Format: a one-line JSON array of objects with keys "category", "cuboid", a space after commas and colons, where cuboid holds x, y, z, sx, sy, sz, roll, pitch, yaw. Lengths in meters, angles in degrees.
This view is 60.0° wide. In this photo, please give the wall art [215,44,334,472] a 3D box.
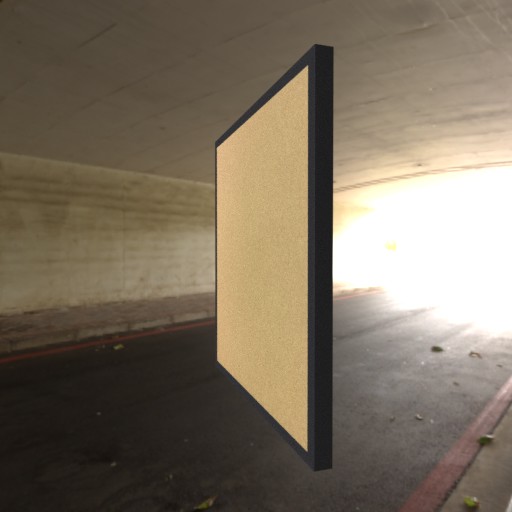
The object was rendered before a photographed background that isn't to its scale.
[{"category": "wall art", "cuboid": [0.000, 0.000, 1.153, 0.037, 0.760, 0.762, 0, 1, -19]}]
